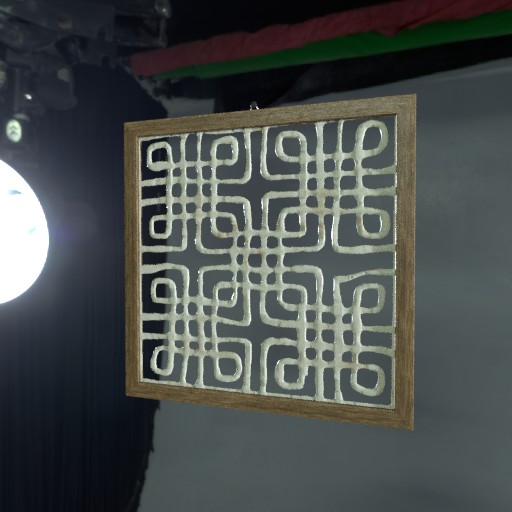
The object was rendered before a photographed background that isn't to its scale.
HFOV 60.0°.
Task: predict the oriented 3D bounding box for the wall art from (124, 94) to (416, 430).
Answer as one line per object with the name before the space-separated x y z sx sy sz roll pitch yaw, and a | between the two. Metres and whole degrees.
wall art | 0.000 0.000 0.832 0.561 0.582 0.021 0 1 18
